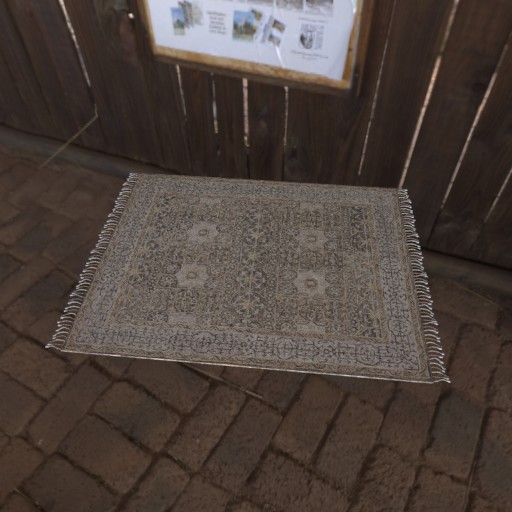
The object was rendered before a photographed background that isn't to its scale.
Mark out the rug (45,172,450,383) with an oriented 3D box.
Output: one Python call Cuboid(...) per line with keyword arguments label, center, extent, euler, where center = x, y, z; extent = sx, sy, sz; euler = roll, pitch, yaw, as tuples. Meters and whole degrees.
Cuboid(label="rug", center=(0.000, 0.000, 4.385), extent=(3.291, 0.017, 2.431), euler=(4, 47, 4))
